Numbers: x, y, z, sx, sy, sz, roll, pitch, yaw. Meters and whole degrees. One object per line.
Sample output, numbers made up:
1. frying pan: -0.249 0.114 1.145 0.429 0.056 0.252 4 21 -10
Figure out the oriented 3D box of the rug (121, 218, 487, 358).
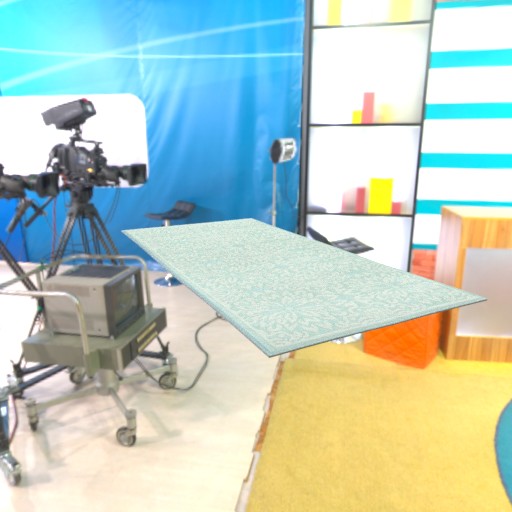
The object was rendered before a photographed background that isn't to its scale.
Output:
1. rug: 0.000 0.000 1.440 0.604 0.007 1.219 -8 17 -27
